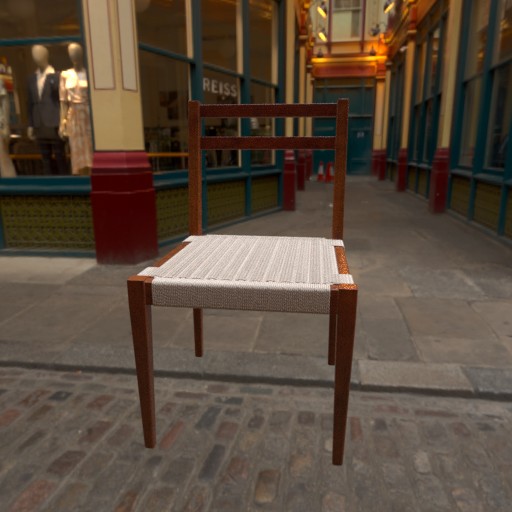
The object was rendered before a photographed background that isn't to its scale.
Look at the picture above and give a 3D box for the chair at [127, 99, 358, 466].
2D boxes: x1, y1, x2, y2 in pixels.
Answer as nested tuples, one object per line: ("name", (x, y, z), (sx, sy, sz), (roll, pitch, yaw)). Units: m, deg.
("chair", (0.000, 0.000, 1.210), (0.495, 0.851, 0.569), (2, 14, 7))
